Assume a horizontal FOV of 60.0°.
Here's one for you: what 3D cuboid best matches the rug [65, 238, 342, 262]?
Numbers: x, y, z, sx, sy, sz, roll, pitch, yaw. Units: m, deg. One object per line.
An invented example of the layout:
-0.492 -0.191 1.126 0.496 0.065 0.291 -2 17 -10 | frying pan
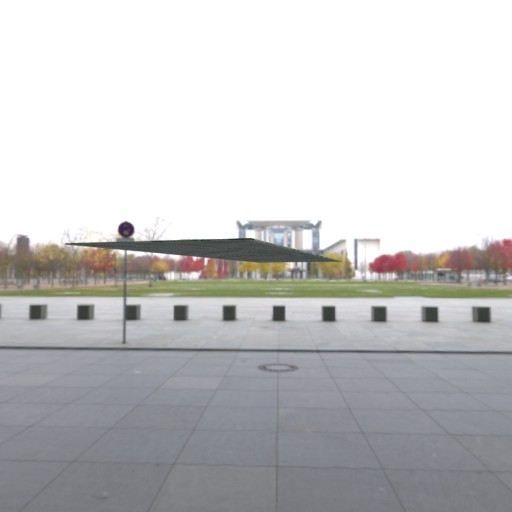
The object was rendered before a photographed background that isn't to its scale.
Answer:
0.000 0.000 2.747 0.761 0.006 2.438 -1 -3 18 | rug
